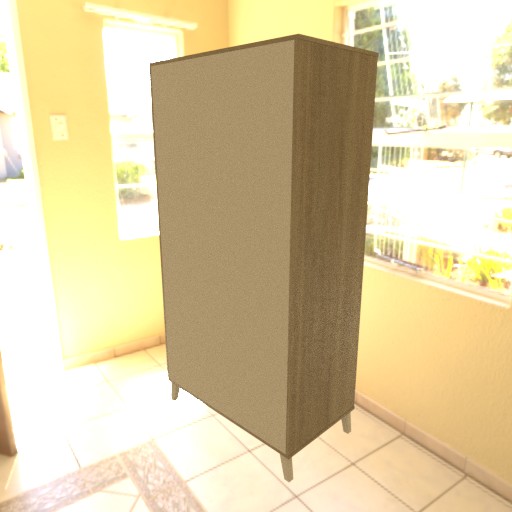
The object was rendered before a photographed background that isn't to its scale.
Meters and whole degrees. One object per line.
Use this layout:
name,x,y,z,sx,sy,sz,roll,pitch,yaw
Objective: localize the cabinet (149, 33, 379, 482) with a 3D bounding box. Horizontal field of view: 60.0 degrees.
cabinet,0.000,0.000,2.426,1.006,1.999,0.571,15,21,43
